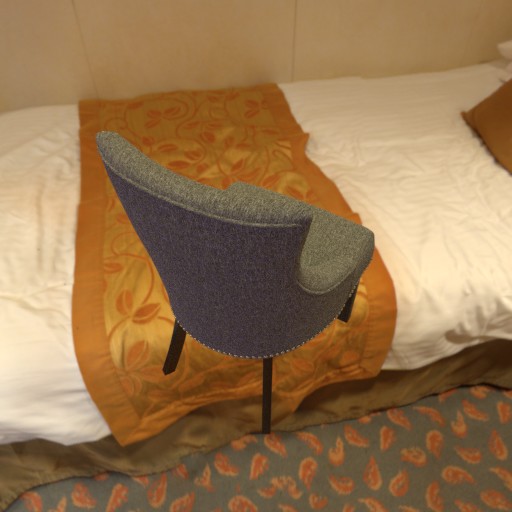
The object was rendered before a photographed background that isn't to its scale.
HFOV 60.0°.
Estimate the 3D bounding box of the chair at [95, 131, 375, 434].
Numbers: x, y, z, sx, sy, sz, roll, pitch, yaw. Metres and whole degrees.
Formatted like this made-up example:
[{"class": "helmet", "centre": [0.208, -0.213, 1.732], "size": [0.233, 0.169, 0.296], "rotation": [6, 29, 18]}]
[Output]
[{"class": "chair", "centre": [0.000, 0.000, 1.310], "size": [0.566, 0.909, 0.629], "rotation": [24, 51, 21]}]
